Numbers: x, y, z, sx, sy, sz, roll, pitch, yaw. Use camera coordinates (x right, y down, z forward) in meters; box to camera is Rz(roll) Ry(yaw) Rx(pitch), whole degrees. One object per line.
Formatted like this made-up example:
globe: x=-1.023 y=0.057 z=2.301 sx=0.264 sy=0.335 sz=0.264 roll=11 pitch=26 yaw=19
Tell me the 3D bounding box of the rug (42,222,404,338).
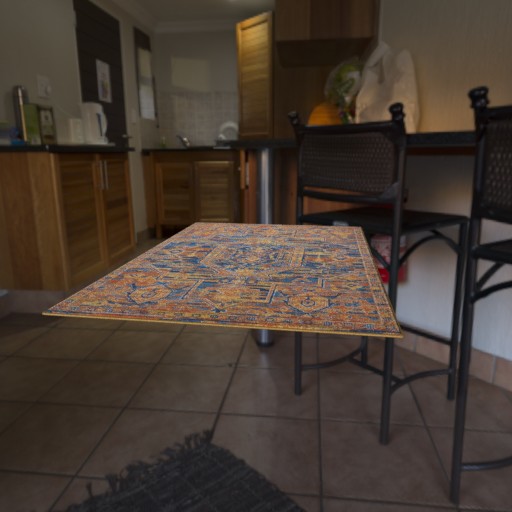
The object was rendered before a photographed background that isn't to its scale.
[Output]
rug: x=0.000 y=0.000 z=2.210 sx=1.148 sy=0.013 sz=1.758 roll=2 pitch=14 yaw=9
